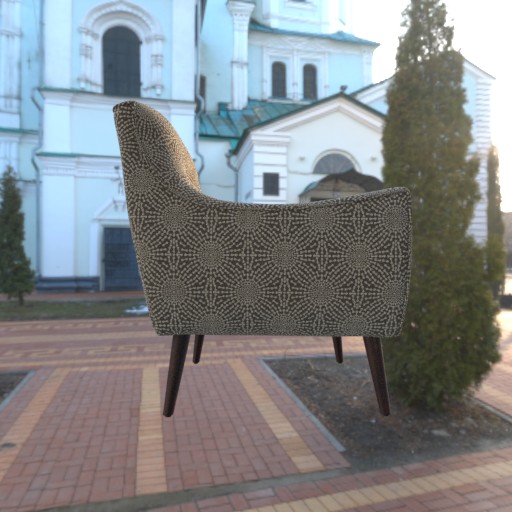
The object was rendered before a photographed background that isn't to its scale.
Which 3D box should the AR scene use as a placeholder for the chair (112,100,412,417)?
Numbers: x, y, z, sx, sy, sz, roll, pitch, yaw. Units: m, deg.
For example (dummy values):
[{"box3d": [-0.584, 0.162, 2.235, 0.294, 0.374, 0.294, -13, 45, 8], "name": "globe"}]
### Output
[{"box3d": [0.000, 0.000, 1.452, 0.787, 0.838, 0.762, 0, -1, -1], "name": "chair"}]
